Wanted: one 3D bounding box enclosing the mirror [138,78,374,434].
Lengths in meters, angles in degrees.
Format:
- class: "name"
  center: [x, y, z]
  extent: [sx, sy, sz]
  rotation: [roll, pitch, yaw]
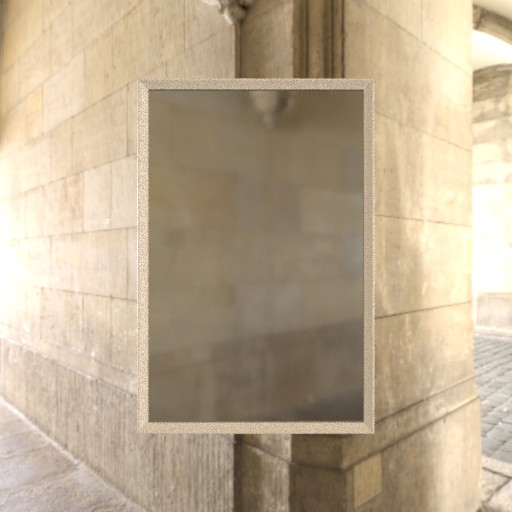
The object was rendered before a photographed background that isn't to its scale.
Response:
- class: "mirror"
  center: [0.000, 0.000, 1.161]
  extent: [0.609, 0.915, 0.041]
  rotation: [0, 0, 0]
